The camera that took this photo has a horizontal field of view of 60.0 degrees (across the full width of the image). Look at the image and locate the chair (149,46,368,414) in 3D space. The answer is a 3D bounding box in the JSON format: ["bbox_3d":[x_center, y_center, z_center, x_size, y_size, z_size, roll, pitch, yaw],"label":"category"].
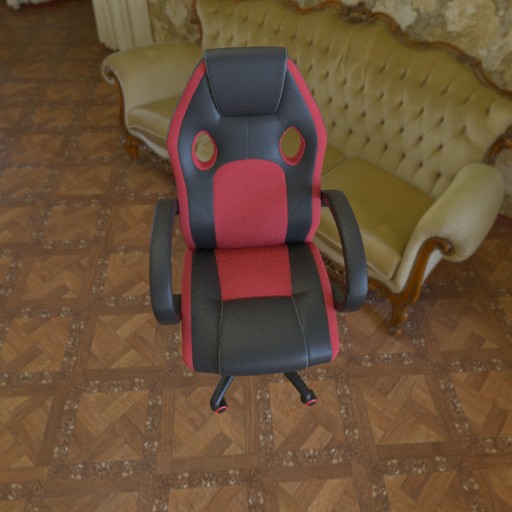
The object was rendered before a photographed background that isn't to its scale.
[{"bbox_3d":[0.000,0.000,1.566,0.673,1.187,0.724,-4,46,-3],"label":"chair"}]
